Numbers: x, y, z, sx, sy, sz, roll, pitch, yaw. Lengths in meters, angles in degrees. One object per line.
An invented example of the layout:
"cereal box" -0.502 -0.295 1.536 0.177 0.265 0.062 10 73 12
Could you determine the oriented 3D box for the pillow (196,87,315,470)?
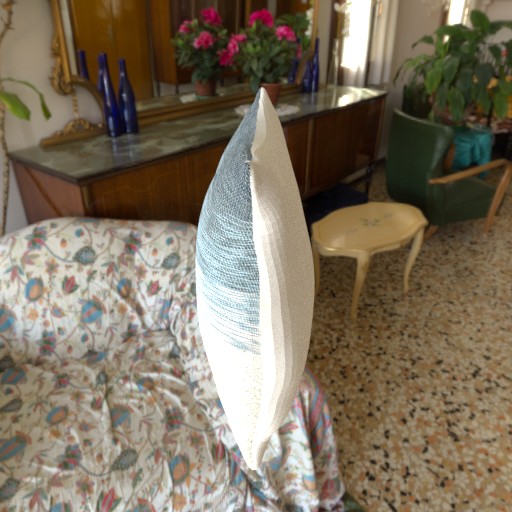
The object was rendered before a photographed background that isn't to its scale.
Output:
"pillow" 0.000 0.000 0.689 0.182 0.441 0.440 1 28 2
